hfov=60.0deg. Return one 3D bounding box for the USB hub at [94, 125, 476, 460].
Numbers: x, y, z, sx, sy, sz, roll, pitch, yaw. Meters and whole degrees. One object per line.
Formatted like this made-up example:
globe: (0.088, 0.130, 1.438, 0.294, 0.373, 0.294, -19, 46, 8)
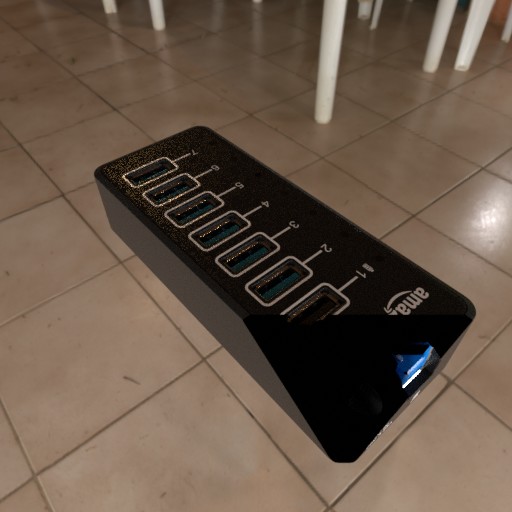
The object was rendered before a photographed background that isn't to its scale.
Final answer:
USB hub: (0.000, 0.000, 0.128, 0.044, 0.023, 0.110, -32, 54, -27)
